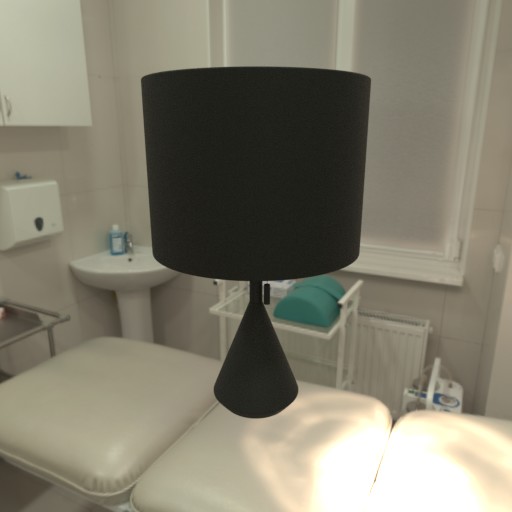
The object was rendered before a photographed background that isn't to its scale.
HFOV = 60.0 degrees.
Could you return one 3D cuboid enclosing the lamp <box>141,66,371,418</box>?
[{"bbox_3d":[0.000,0.000,0.792,0.359,0.584,0.359,8,18,26],"label":"lamp"}]
